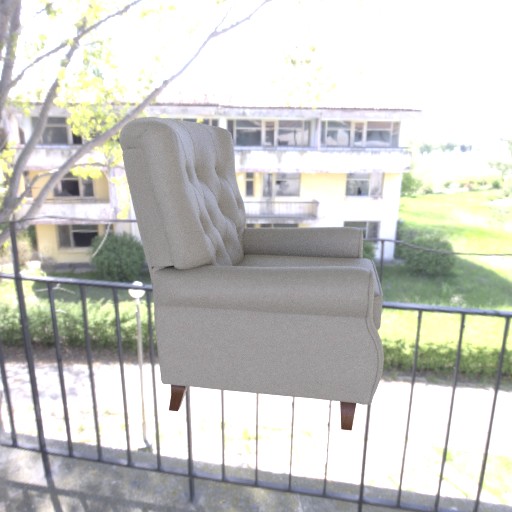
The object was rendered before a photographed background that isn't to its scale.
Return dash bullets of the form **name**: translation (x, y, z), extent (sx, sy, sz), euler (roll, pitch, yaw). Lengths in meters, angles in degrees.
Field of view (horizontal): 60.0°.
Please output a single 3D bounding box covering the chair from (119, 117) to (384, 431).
- **chair**: translation (0.000, 0.000, 1.937), extent (1.059, 1.158, 0.943), euler (3, 15, 10)
